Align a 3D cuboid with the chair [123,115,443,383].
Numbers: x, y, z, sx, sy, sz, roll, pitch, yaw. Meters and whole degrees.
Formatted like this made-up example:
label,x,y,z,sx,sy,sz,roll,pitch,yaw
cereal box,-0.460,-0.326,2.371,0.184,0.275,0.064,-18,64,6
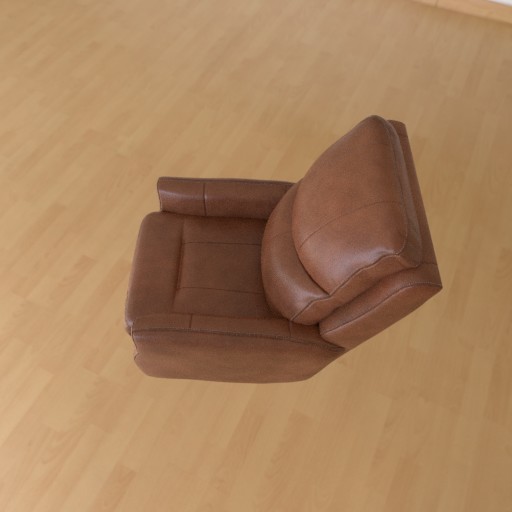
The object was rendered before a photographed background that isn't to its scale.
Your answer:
label,x,y,z,sx,sy,sz,roll,pitch,yaw
chair,0.000,0.000,1.773,1.072,1.016,0.821,1,58,1
